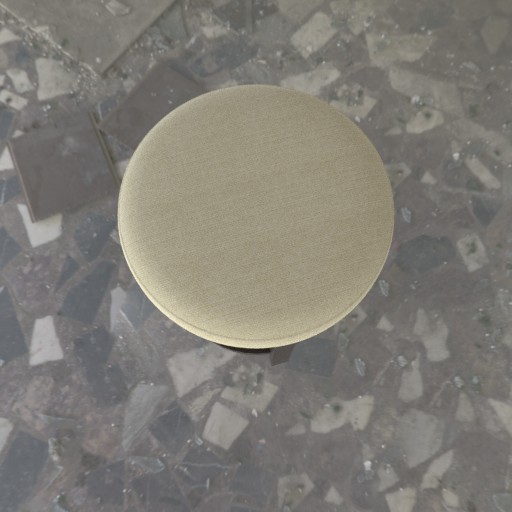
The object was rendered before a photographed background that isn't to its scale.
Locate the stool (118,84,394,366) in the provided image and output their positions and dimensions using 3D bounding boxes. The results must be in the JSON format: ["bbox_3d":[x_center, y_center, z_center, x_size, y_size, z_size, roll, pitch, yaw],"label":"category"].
[{"bbox_3d":[0.000,0.000,0.961,0.449,0.655,0.449,0,74,0],"label":"stool"}]
